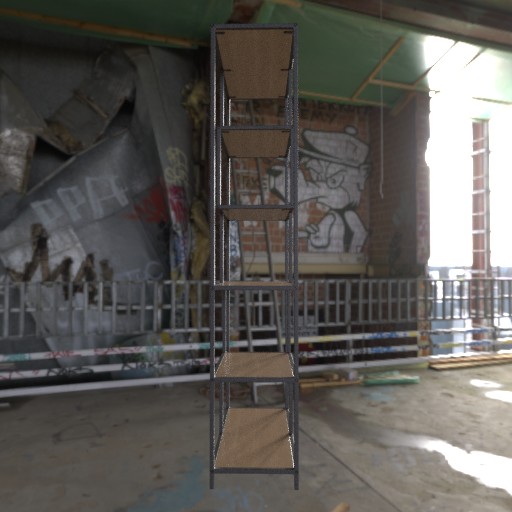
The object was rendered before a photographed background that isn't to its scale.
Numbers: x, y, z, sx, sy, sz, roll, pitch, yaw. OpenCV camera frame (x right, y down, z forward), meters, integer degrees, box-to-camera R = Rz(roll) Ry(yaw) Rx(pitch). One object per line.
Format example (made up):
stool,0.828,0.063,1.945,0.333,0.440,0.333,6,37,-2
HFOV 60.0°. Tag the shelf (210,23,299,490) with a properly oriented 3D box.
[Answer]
shelf,0.000,0.000,2.142,0.350,1.850,0.770,0,-1,1
